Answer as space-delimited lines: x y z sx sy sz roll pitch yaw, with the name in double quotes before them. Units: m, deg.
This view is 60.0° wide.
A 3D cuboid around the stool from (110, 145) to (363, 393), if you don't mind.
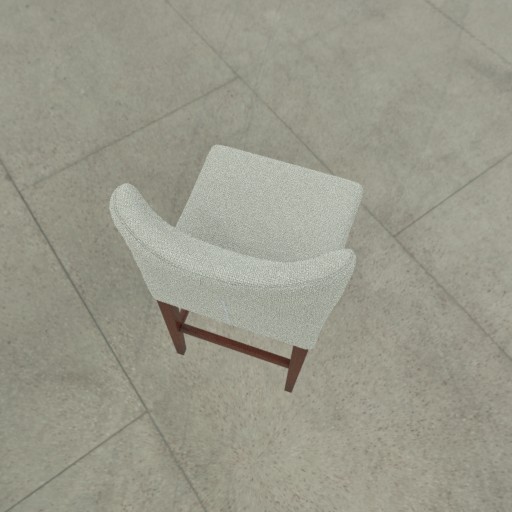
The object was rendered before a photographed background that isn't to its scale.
"stool" 0.000 0.000 1.273 0.481 0.969 0.568 17 66 8
